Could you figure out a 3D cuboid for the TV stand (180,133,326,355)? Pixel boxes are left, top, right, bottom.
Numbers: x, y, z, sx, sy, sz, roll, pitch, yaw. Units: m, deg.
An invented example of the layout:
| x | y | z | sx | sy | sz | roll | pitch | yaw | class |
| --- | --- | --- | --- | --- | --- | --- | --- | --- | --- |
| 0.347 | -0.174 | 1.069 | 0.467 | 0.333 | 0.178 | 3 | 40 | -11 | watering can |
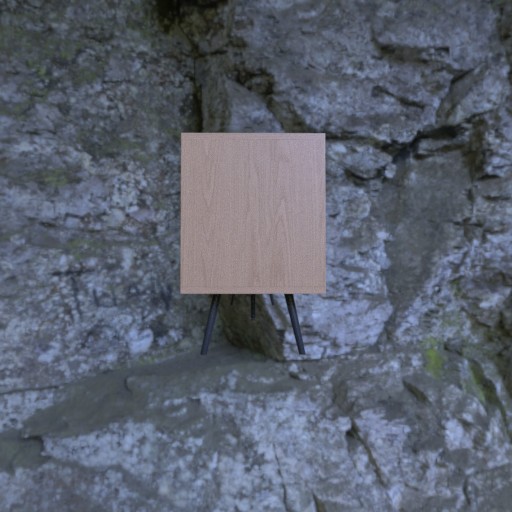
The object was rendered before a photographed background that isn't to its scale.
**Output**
| x | y | z | sx | sy | sz | roll | pitch | yaw | class |
| --- | --- | --- | --- | --- | --- | --- | --- | --- | --- |
| 0.000 | 0.000 | 2.010 | 0.400 | 0.580 | 1.760 | 0 | -2 | -1 | TV stand |
